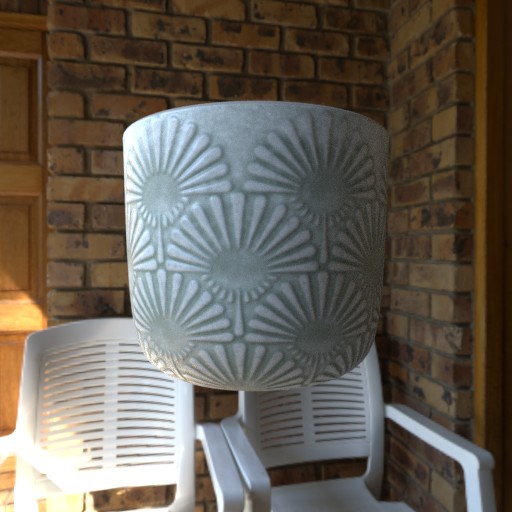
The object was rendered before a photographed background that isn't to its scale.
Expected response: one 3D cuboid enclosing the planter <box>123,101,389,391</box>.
[{"bbox_3d":[0.000,0.000,0.215,0.124,0.109,0.124,0,0,0],"label":"planter"}]
